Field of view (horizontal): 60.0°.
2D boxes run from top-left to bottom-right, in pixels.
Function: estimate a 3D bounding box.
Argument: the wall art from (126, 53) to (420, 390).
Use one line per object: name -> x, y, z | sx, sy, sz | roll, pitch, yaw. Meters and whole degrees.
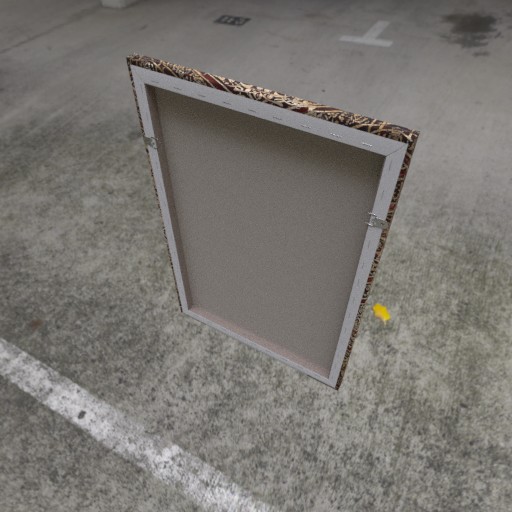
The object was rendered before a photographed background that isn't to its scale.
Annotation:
wall art -> 0.000, 0.000, 1.149 | 0.599, 0.904, 0.030 | 23, 52, 19
